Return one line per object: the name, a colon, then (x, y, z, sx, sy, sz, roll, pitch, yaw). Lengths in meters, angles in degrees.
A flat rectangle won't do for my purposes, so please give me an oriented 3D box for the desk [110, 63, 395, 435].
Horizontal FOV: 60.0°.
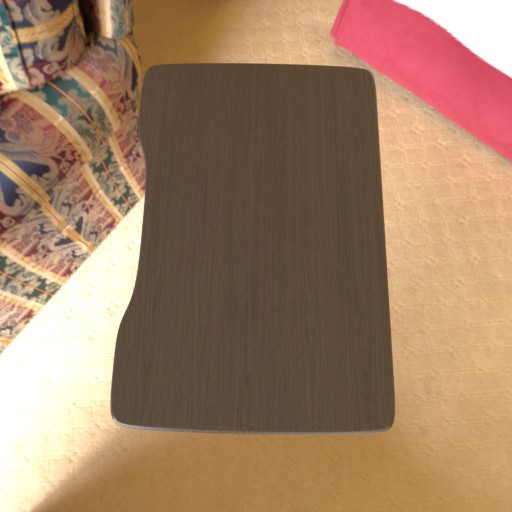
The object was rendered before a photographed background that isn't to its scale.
desk: (0.000, 0.000, 1.159, 0.546, 0.470, 0.820, 1, 75, 0)
